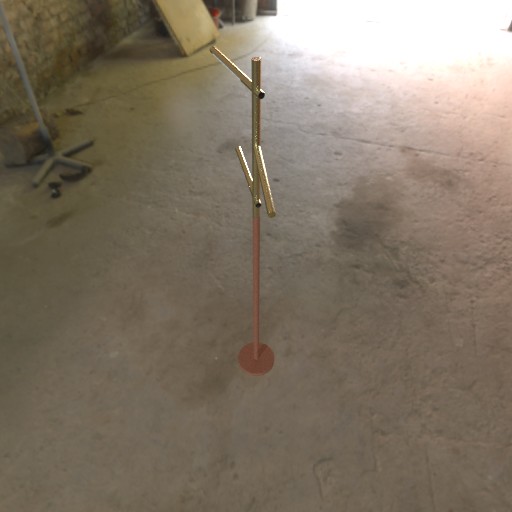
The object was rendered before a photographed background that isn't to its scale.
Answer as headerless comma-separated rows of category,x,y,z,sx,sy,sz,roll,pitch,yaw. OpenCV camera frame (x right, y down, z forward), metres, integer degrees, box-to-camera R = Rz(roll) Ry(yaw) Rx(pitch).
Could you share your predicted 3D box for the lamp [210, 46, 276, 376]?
lamp,0.000,0.000,1.946,0.209,1.704,0.737,-15,48,-14
